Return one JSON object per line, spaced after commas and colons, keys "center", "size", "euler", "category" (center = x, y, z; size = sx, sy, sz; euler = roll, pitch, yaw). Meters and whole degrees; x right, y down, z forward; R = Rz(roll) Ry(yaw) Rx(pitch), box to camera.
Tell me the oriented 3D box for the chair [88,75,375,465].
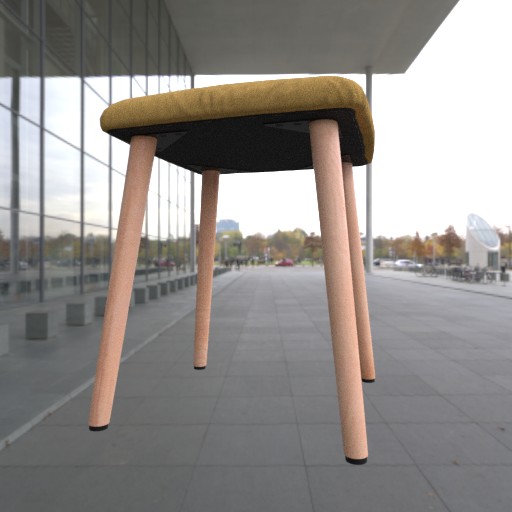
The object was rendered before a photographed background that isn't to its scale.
{"center": [0.000, 0.000, 0.672], "size": [0.350, 0.440, 0.350], "euler": [0, 0, 16], "category": "chair"}
